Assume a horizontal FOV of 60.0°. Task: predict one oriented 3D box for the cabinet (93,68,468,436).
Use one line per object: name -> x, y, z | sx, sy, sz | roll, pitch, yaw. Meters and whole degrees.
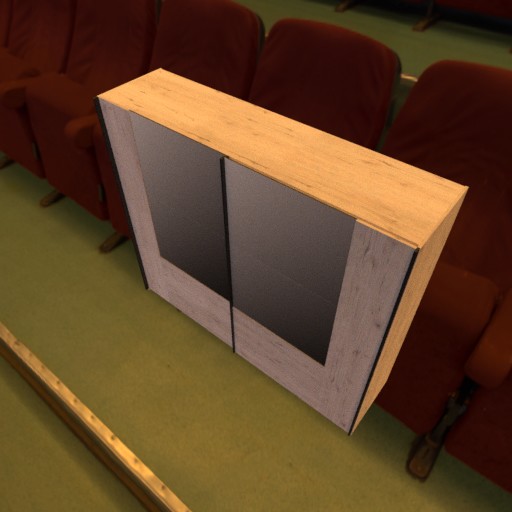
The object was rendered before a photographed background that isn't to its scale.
cabinet -> 0.000, 0.000, 3.607 | 2.500, 2.180, 0.660 | 30, 53, 26
